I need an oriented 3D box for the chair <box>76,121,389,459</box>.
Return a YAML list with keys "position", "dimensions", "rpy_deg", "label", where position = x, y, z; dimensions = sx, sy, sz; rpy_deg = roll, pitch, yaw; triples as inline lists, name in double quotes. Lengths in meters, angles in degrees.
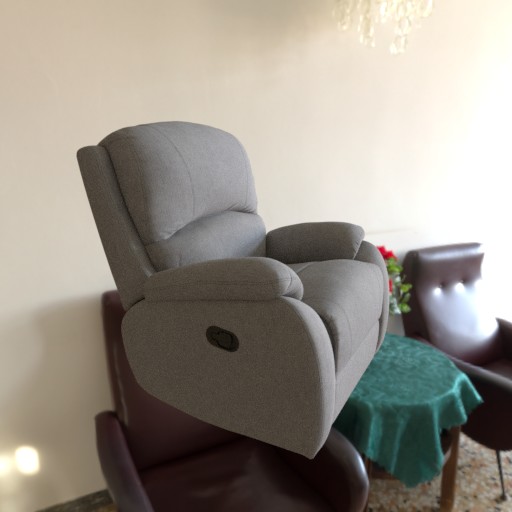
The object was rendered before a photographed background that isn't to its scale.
- position: [0.000, 0.000, 1.713]
  dimensions: [0.899, 1.011, 0.930]
  rpy_deg: [7, 15, 27]
  label: "chair"
